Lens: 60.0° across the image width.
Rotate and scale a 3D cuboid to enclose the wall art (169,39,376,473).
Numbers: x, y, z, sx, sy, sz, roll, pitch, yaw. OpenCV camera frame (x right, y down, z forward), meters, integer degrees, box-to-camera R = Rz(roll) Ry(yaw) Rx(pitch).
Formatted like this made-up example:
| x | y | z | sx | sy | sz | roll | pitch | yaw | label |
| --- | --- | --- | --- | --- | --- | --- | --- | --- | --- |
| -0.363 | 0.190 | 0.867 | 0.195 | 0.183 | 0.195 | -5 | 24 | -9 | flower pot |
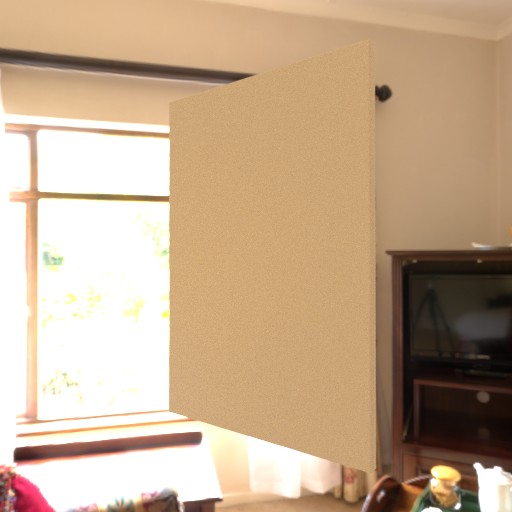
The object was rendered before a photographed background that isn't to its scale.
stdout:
| x | y | z | sx | sy | sz | roll | pitch | yaw | label |
| --- | --- | --- | --- | --- | --- | --- | --- | --- | --- |
| 0.000 | 0.000 | 1.462 | 0.808 | 1.183 | 0.038 | 0 | -1 | 37 | wall art |
